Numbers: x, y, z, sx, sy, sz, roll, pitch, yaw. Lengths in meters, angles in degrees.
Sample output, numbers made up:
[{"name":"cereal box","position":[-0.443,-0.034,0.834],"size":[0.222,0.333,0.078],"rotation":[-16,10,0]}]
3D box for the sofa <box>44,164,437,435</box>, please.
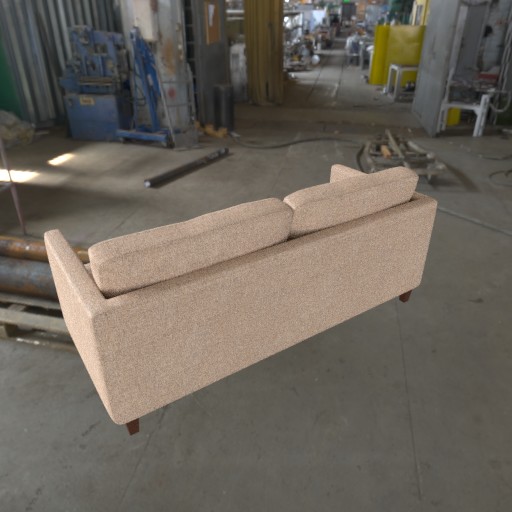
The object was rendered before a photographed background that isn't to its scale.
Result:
[{"name":"sofa","position":[0.000,0.000,2.740],"size":[2.208,0.965,0.951],"rotation":[-18,34,-29]}]
